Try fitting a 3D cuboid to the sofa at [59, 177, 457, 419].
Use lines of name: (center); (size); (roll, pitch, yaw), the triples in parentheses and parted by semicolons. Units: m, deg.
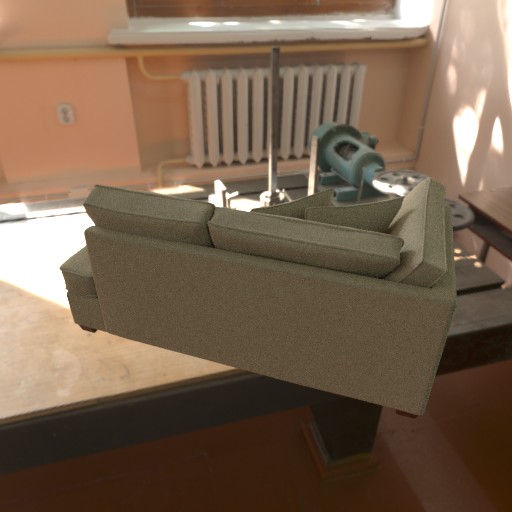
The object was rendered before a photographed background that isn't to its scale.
sofa: (0.000, 0.000, 2.829); (2.237, 1.033, 1.110); (11, 34, 16)
